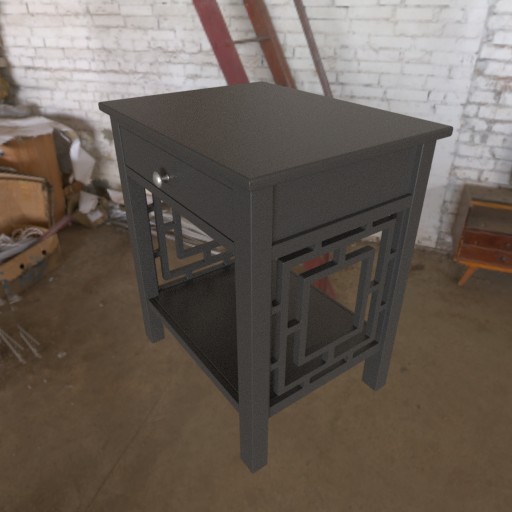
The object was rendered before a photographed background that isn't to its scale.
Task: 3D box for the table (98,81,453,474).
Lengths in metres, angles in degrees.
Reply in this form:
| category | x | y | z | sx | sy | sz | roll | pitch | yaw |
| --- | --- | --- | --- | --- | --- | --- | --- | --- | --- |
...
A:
| category | x | y | z | sx | sy | sz | roll | pitch | yaw |
| --- | --- | --- | --- | --- | --- | --- | --- | --- | --- |
| table | 0.000 | 0.000 | 1.026 | 0.451 | 0.646 | 0.564 | -20 | 36 | -30 |
